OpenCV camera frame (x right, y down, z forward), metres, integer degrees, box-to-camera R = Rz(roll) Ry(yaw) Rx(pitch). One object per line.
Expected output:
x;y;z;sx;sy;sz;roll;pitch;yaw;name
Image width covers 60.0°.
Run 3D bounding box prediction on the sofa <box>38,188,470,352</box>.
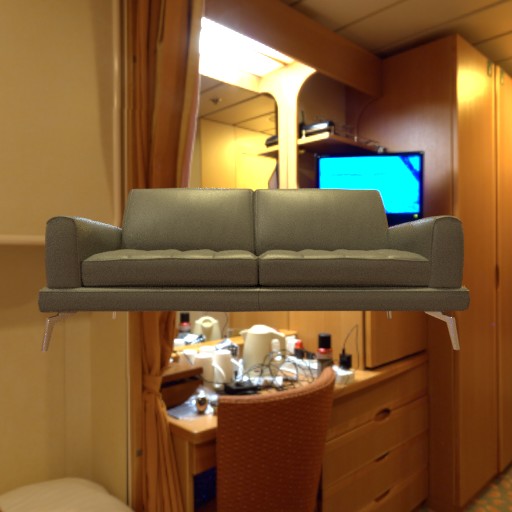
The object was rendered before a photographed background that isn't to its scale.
0.000;0.000;2.713;2.177;0.930;1.121;0;0;-1;sofa
